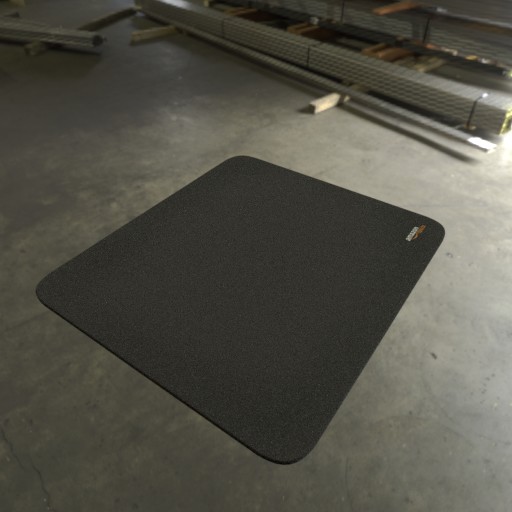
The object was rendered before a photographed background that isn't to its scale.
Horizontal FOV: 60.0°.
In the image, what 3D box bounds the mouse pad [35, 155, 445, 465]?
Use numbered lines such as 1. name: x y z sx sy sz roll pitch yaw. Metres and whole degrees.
1. mouse pad: 0.000 0.000 0.311 0.203 0.003 0.229 25 47 26
